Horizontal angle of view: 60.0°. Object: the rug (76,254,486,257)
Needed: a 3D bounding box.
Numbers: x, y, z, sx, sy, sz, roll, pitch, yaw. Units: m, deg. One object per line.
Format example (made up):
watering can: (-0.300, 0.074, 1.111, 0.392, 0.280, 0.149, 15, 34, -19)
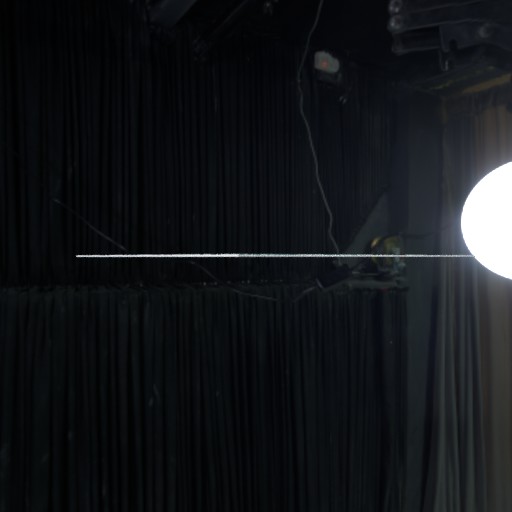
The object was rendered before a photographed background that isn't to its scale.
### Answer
rug: (0.000, 0.000, 4.096, 2.423, 0.014, 3.040, 0, 0, -36)
